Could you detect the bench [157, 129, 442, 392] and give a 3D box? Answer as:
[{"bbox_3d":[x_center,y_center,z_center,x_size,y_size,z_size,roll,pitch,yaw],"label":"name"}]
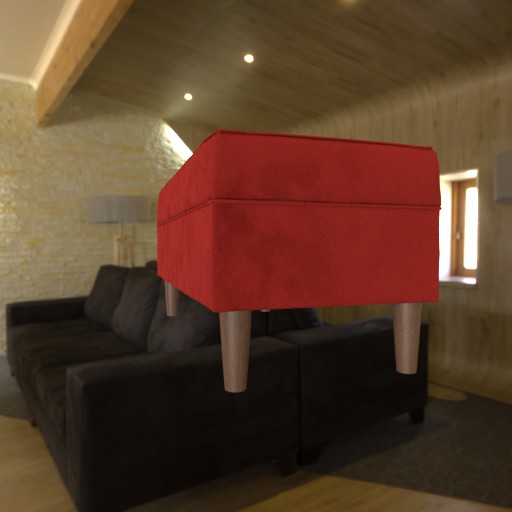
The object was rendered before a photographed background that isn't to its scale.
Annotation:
[{"bbox_3d":[0.000,0.000,1.310,0.492,0.471,1.016,0,1,-18],"label":"bench"}]
